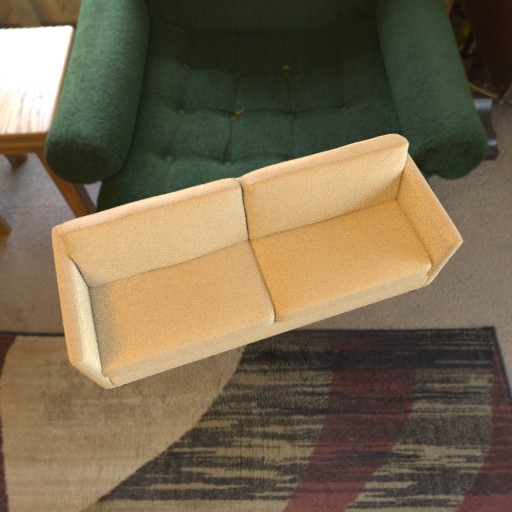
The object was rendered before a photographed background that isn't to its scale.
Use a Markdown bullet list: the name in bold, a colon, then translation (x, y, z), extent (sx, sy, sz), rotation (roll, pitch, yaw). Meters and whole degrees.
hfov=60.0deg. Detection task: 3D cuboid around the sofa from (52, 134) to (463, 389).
- **sofa**: translation (0.000, 0.000, 2.989), extent (2.434, 0.965, 0.948), rotation (-16, 63, -9)
